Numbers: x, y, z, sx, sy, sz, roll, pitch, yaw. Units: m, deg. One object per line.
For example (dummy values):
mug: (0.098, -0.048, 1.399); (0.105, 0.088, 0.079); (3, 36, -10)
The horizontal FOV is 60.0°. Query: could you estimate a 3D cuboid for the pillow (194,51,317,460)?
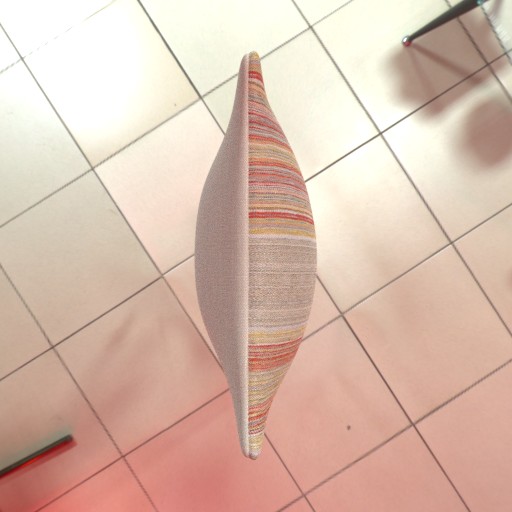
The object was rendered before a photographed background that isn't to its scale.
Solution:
pillow: (0.000, 0.000, 0.703); (0.191, 0.449, 0.451); (0, 89, 0)
